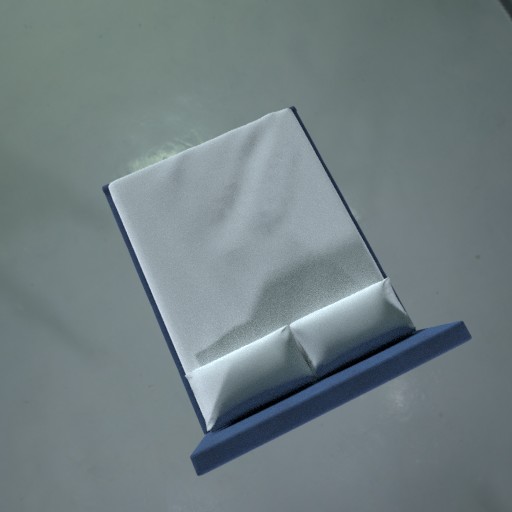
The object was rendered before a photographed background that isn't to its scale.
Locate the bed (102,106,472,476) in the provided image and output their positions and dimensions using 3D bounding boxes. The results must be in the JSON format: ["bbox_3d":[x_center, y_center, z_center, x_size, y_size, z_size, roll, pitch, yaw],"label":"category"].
[{"bbox_3d":[0.000,0.000,3.218,1.723,1.231,2.172,-25,78,-6],"label":"bed"}]
